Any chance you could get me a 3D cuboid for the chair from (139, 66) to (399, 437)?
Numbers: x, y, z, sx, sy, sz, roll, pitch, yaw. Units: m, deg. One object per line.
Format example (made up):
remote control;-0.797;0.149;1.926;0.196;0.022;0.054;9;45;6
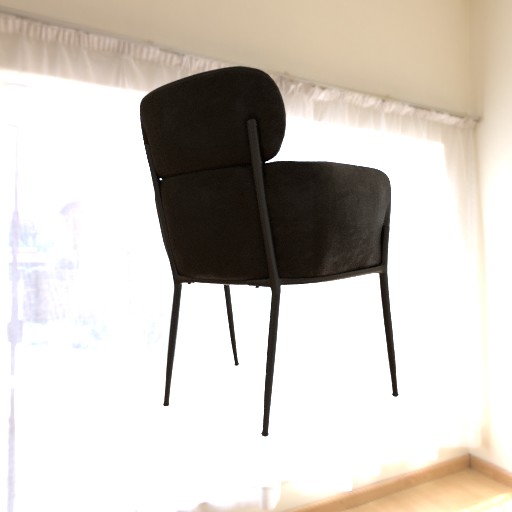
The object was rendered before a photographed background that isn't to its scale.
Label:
chair;0.000;0.000;1.250;0.640;0.818;0.604;0;0;37
